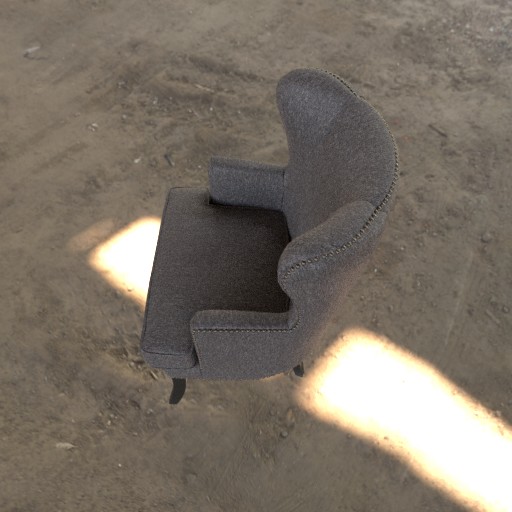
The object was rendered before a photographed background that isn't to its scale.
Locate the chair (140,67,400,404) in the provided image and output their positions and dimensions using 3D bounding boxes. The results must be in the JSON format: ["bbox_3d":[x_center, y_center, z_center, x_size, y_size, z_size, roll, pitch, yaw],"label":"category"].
[{"bbox_3d":[0.000,0.000,1.598,0.758,1.060,0.759,1,55,1],"label":"chair"}]
